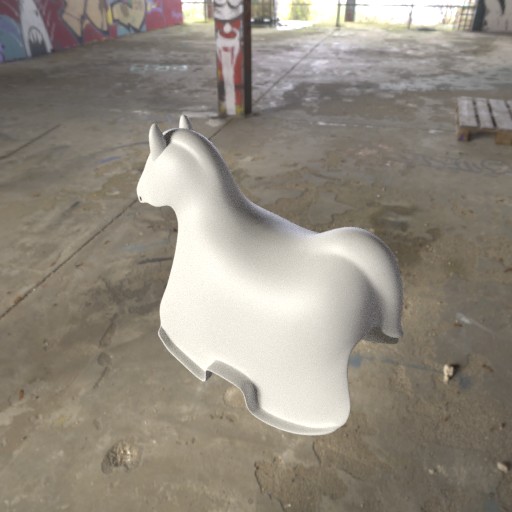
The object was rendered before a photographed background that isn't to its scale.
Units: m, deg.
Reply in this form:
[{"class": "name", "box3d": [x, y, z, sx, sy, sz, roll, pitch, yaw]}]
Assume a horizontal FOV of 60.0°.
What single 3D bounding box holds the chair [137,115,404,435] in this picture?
[{"class": "chair", "box3d": [0.000, 0.000, 1.140, 0.800, 0.612, 0.429, 21, 38, 30]}]
